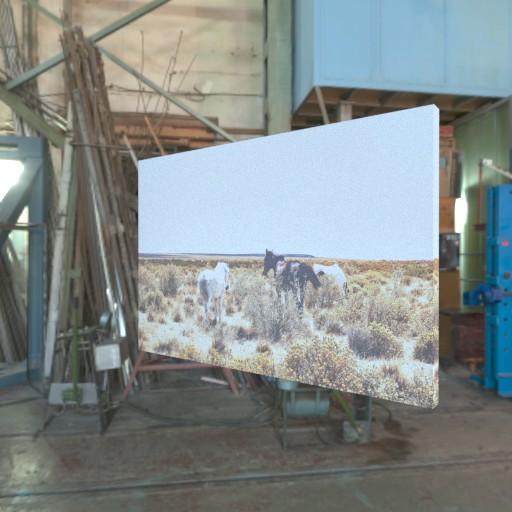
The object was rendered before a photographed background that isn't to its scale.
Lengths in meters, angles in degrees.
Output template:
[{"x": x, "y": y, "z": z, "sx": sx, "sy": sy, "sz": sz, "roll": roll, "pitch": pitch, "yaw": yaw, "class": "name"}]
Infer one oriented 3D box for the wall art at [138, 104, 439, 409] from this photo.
[{"x": 0.000, "y": 0.000, "z": 1.463, "sx": 1.138, "sy": 0.761, "sz": 0.051, "roll": 0, "pitch": 0, "yaw": 36, "class": "wall art"}]
